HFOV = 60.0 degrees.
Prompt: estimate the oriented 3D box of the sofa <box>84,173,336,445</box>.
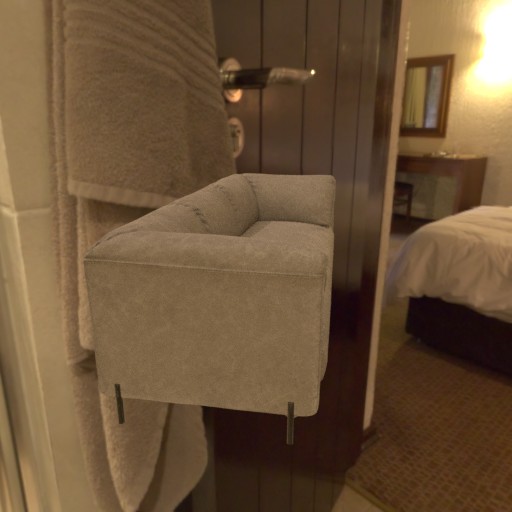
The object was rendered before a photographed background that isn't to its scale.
[{"bbox_3d":[0.000,0.000,2.617,0.899,0.758,2.238,3,17,10],"label":"sofa"}]
